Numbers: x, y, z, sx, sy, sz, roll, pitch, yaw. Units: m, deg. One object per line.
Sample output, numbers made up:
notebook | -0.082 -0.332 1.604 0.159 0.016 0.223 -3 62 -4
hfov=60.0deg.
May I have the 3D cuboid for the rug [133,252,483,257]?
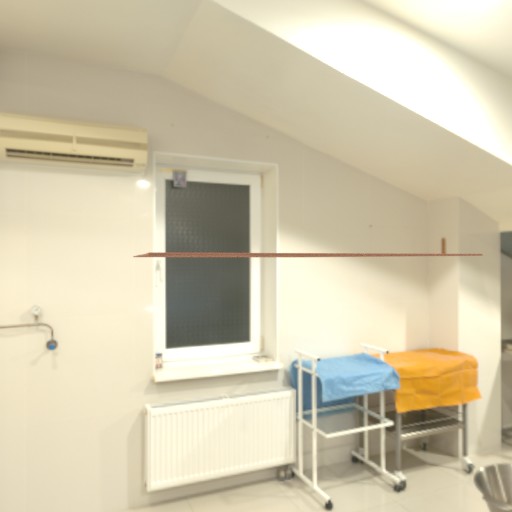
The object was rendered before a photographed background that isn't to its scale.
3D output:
rug | 0.000 0.000 2.351 1.217 0.007 1.828 0 0 -17
